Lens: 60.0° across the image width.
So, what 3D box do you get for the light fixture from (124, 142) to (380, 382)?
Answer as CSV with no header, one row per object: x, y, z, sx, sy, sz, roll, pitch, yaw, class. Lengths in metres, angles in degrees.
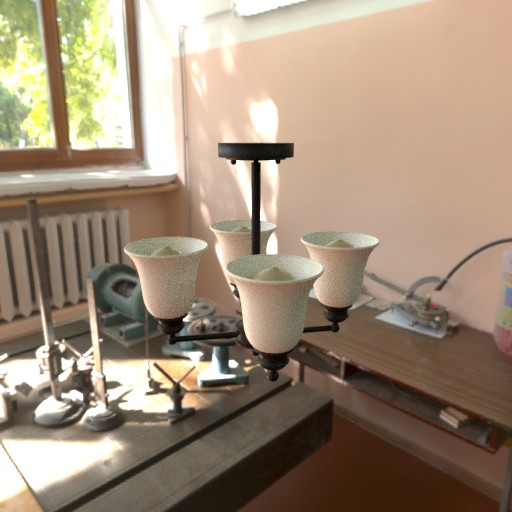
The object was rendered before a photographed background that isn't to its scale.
0.000,0.000,1.872,1.069,0.925,1.069,-3,15,-9,light fixture
